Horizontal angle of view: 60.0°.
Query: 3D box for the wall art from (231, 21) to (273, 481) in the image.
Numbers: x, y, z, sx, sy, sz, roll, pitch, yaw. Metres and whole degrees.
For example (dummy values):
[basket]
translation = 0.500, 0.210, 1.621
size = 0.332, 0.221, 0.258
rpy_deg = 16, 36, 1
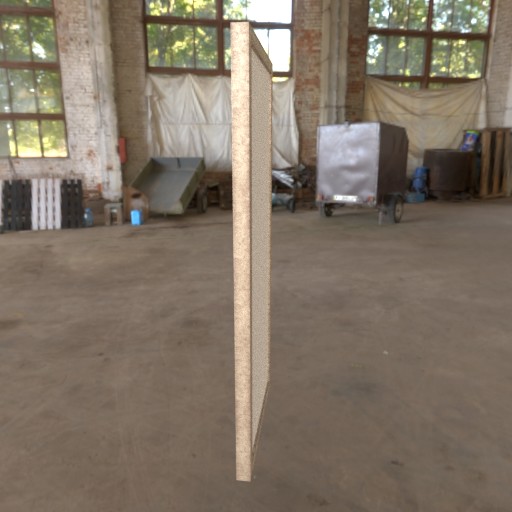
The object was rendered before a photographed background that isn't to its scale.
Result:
[wall art]
translation = 0.000, 0.000, 1.682
size = 0.051, 1.461, 0.648
rpy_deg = 2, 14, 8
